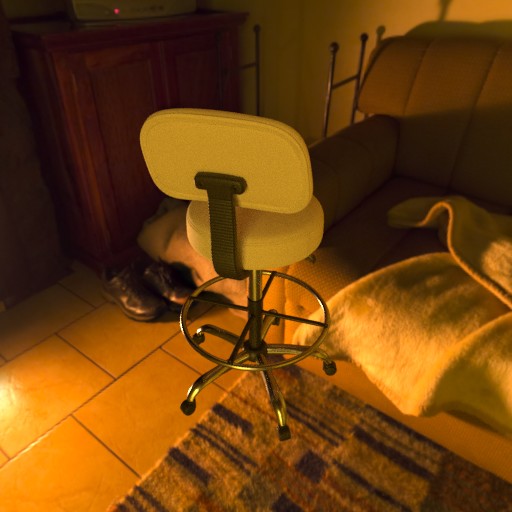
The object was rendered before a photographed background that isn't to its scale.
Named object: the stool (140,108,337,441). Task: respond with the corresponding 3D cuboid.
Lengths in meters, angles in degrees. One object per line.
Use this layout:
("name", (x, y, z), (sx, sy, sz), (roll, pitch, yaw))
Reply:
("stool", (0.000, 0.000, 1.441), (0.609, 1.080, 0.616), (10, 35, 15))
